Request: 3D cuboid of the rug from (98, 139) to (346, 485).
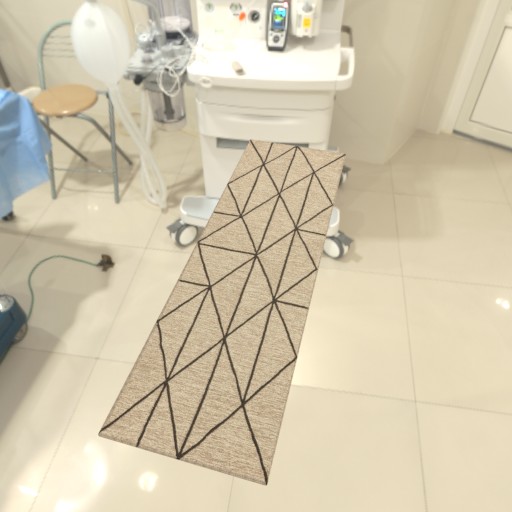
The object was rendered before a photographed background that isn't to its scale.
[{"bbox_3d":[0.000,0.000,2.668,0.762,0.012,2.438,11,48,10],"label":"rug"}]
